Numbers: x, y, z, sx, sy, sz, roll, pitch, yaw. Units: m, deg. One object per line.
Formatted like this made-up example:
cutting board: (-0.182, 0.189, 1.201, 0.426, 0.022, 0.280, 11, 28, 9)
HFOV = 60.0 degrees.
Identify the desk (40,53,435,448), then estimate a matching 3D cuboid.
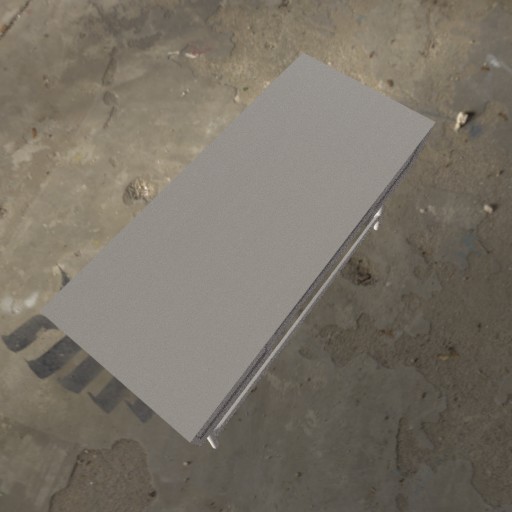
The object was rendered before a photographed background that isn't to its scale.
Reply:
desk: (0.000, 0.000, 1.761, 0.589, 0.762, 1.313, 35, 69, 15)
